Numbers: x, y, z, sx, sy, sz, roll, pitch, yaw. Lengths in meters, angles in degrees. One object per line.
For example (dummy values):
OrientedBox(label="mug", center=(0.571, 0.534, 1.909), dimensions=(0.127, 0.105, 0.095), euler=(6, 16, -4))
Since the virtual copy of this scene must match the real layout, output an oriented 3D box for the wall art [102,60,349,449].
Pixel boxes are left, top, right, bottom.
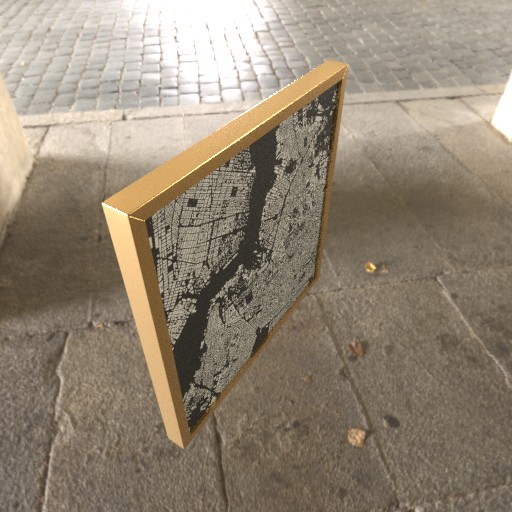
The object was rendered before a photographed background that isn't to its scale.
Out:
OrientedBox(label="wall art", center=(0.000, 0.000, 0.460), dimensions=(0.023, 0.305, 0.305), euler=(24, 47, 24))
